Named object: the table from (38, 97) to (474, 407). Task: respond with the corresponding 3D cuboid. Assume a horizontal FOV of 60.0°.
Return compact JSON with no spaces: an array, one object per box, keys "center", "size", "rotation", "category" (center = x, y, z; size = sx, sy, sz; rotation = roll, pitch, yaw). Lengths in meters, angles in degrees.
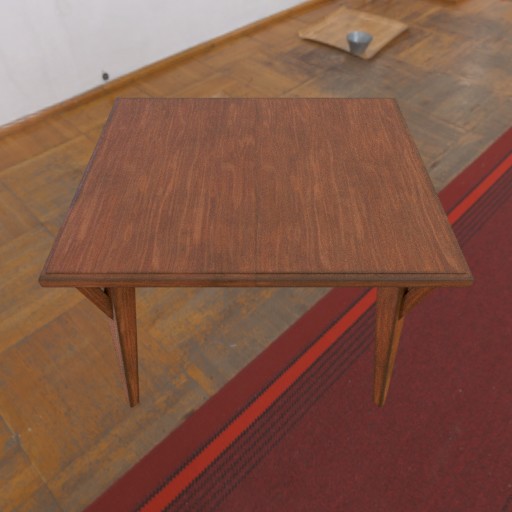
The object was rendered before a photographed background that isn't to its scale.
[{"center":[0.000,0.000,1.563],"size":[0.991,0.761,0.838],"rotation":[0,47,0],"category":"table"}]
